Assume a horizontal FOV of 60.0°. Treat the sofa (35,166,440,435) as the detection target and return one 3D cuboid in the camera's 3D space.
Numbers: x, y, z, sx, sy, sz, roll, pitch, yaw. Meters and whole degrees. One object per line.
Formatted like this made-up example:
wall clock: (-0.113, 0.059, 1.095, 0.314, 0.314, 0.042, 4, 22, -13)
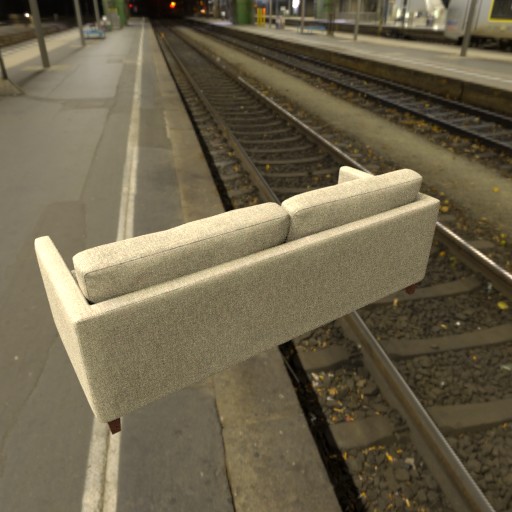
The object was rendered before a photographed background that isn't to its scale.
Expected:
sofa: (0.000, 0.000, 2.873, 2.434, 0.951, 0.948, -18, 34, -29)
